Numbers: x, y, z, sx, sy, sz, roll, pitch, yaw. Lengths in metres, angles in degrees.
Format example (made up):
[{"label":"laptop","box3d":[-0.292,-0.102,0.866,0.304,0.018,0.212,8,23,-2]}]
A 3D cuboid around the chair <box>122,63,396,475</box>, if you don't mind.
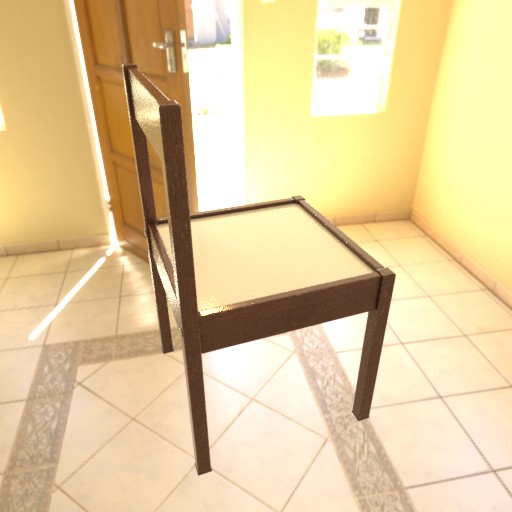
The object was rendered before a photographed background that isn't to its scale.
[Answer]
[{"label":"chair","box3d":[0.000,0.000,0.655,0.285,0.505,0.285,-11,32,-18]}]
